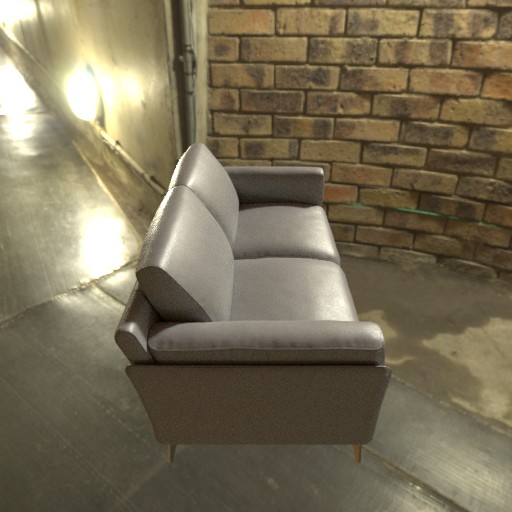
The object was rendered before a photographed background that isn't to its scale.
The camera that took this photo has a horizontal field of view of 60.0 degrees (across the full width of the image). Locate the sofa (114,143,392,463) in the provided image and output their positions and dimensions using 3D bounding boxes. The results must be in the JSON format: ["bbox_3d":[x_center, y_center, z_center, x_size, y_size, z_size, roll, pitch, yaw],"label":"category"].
[{"bbox_3d":[0.000,0.000,2.609,1.049,0.930,2.101,0,31,0],"label":"sofa"}]
